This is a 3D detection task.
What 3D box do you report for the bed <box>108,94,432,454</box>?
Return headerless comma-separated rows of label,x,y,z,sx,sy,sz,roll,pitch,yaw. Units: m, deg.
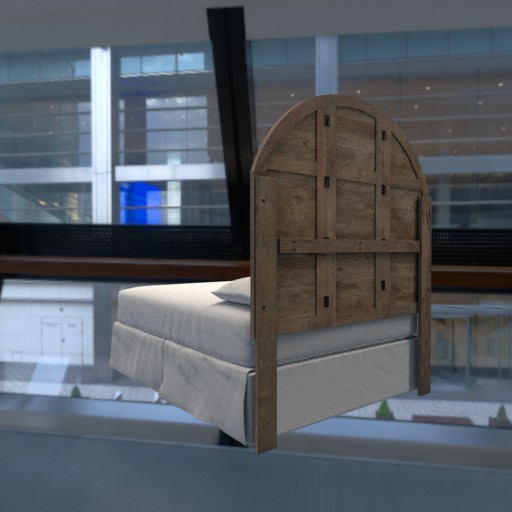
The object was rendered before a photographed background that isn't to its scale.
bed,0.000,0.000,3.585,1.713,2.002,2.112,-1,1,-38
